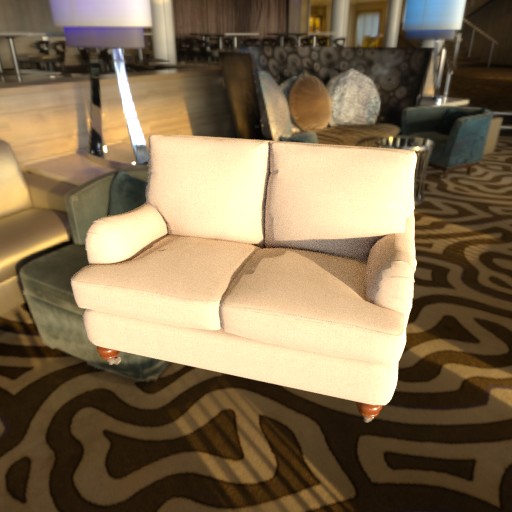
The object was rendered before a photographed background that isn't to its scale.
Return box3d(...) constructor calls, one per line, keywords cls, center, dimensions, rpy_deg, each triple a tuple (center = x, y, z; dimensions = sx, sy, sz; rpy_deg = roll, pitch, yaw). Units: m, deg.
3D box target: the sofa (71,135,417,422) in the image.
box3d(cls="sofa", center=(0.000, 0.000, 2.253), dimensions=(1.508, 1.048, 1.087), rpy_deg=(8, 28, 15))
